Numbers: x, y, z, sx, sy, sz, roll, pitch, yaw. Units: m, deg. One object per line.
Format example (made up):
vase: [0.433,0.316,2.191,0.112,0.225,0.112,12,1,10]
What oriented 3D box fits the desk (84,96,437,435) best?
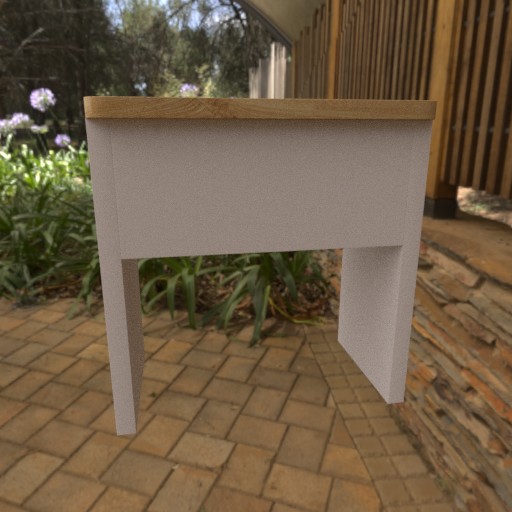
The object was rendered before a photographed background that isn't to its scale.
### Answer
desk: [0.000,0.000,1.219,0.760,0.790,0.440,-3,16,-10]
